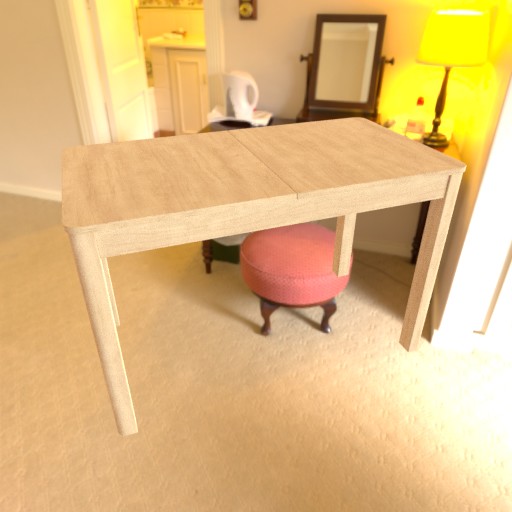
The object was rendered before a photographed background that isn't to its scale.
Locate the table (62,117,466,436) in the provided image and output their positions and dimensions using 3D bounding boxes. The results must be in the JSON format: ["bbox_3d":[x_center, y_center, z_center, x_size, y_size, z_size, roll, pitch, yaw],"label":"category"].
[{"bbox_3d":[0.000,0.000,1.941,1.400,0.900,0.750,-11,33,-17],"label":"table"}]
